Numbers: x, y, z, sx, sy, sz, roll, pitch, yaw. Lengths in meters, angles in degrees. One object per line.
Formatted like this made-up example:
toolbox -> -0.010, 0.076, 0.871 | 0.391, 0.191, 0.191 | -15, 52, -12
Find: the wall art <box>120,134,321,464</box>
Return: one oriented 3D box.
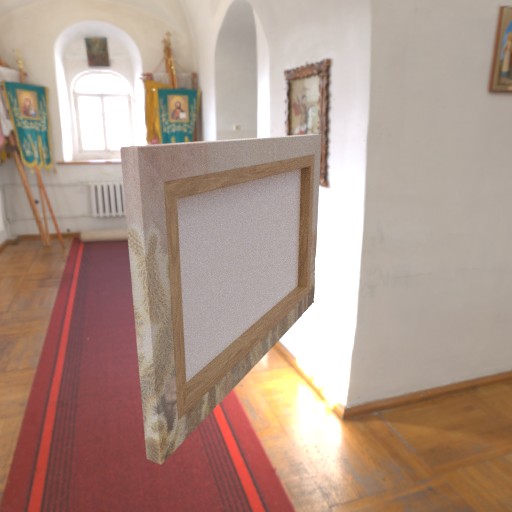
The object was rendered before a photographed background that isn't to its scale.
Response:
wall art -> 0.000, 0.000, 1.185 | 0.040, 0.608, 0.916 | 8, 18, 25
